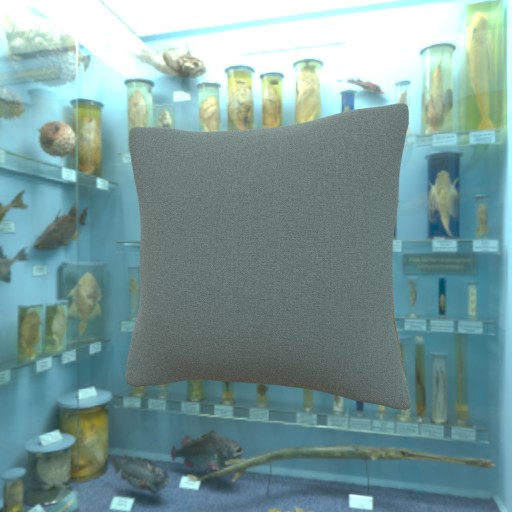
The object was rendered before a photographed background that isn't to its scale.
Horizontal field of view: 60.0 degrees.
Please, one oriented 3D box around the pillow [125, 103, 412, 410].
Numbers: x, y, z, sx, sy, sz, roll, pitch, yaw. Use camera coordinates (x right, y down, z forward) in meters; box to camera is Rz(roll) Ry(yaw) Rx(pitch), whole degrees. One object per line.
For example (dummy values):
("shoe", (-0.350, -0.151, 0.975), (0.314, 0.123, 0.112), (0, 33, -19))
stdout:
("pillow", (0.000, 0.000, 0.659), (0.437, 0.419, 0.136), (0, 0, 16))
